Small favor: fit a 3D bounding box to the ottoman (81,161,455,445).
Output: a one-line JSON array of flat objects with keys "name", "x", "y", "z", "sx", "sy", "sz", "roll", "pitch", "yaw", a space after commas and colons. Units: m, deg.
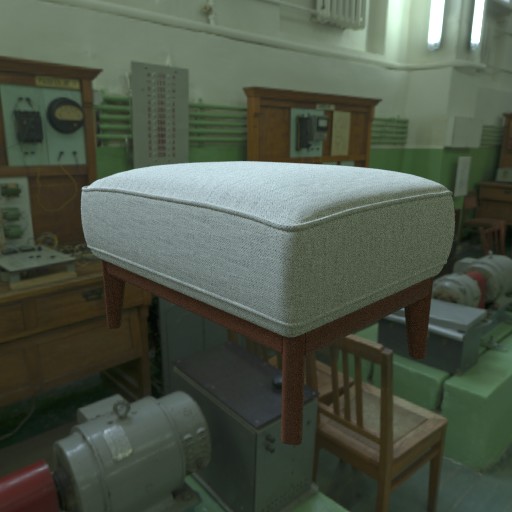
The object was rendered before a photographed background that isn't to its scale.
[{"name": "ottoman", "x": 0.000, "y": 0.000, "z": 1.147, "sx": 0.594, "sy": 0.465, "sz": 0.794, "roll": -13, "pitch": 20, "yaw": -42}]
